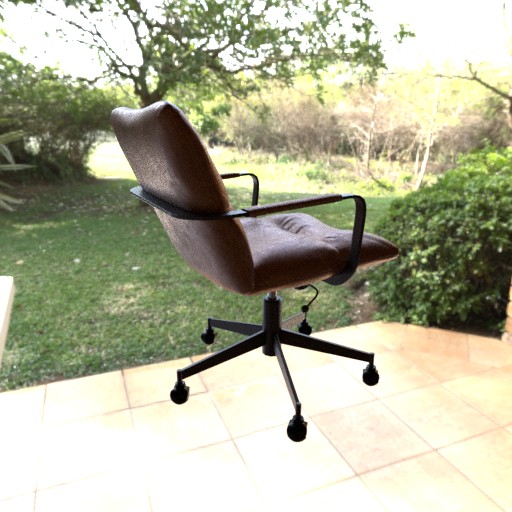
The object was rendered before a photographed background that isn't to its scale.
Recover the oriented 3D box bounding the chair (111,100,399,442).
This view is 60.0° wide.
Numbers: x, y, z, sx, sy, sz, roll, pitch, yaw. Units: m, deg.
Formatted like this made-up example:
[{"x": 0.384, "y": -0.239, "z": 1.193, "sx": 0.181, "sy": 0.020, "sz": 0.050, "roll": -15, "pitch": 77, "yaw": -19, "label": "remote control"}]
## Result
[{"x": 0.000, "y": 0.000, "z": 1.440, "sx": 0.754, "sy": 0.922, "sz": 0.727, "roll": -9, "pitch": 19, "yaw": -27, "label": "chair"}]
